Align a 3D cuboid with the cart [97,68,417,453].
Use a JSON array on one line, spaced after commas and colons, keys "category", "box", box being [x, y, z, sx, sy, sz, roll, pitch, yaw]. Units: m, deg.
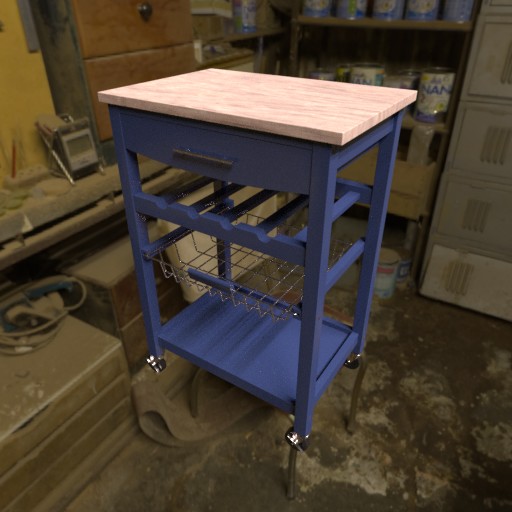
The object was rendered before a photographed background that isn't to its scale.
[{"category": "cart", "box": [0.000, 0.000, 1.184, 0.584, 0.839, 0.403, 19, 36, 28]}]
